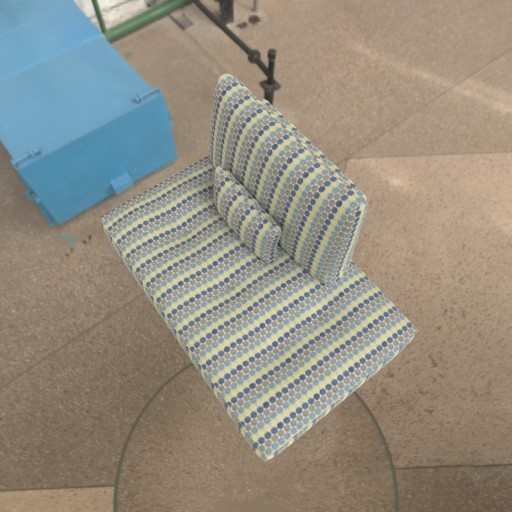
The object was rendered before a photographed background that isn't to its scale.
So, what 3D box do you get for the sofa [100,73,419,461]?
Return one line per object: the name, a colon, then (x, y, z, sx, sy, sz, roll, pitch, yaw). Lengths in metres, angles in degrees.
sofa: (0.000, 0.000, 2.071, 1.000, 0.820, 1.450, -34, 68, -16)
